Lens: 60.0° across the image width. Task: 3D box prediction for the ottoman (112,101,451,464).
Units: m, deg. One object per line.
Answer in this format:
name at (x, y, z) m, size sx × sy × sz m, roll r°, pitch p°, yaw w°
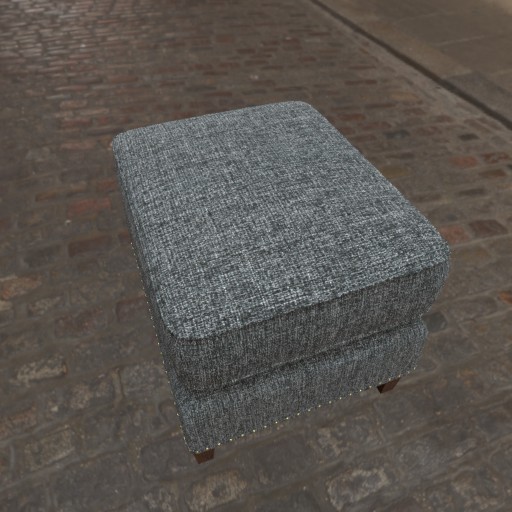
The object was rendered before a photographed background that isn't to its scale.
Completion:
ottoman at (0.000, 0.000, 1.143) m, size 0.589 × 0.537 × 0.738 m, roll -15°, pitch 47°, yaw -15°
